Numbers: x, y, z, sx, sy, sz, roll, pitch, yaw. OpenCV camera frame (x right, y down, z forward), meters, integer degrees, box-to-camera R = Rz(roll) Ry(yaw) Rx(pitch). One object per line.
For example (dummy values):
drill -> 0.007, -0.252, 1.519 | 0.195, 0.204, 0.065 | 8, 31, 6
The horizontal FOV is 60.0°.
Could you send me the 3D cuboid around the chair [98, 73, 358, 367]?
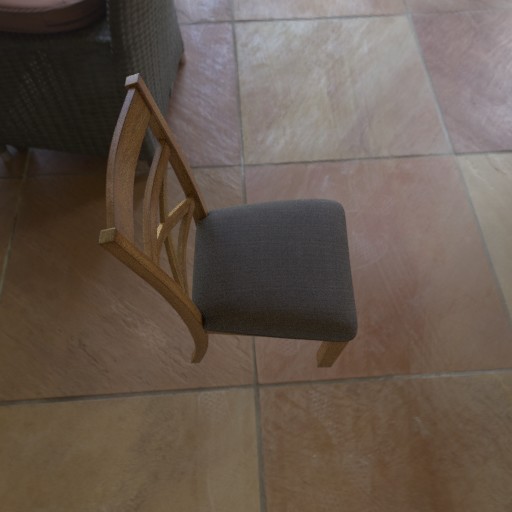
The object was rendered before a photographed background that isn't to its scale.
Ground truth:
chair -> 0.000, 0.000, 1.284 | 0.581, 0.949, 0.470 | 0, 64, 0
